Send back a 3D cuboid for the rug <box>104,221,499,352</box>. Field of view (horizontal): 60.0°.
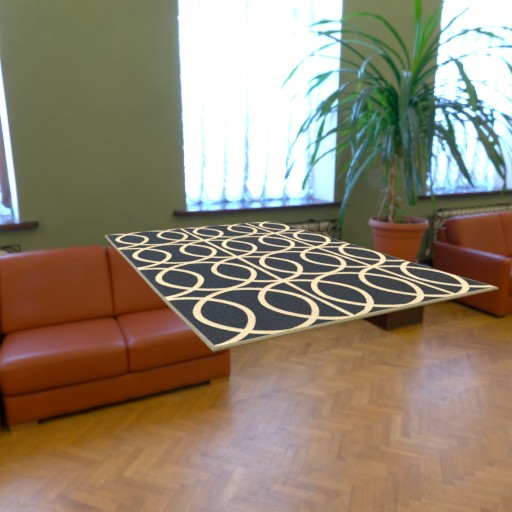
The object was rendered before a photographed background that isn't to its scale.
[{"bbox_3d":[0.000,0.000,2.841,1.528,0.014,2.294,-7,15,-26],"label":"rug"}]
